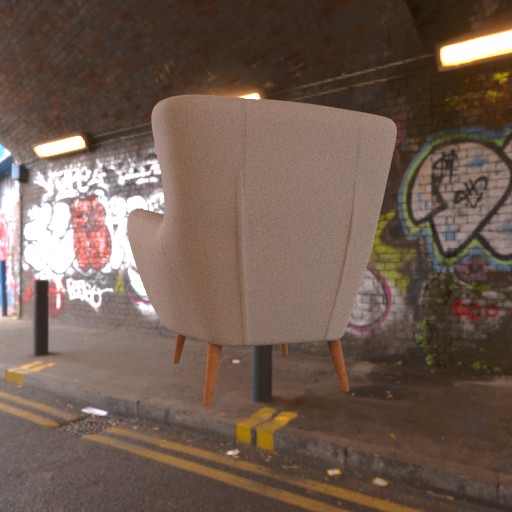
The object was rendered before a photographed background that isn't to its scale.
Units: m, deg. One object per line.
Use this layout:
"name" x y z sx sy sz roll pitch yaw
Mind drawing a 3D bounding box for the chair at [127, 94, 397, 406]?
"chair" 0.000 0.000 1.623 0.890 0.889 0.889 0 -1 -18
